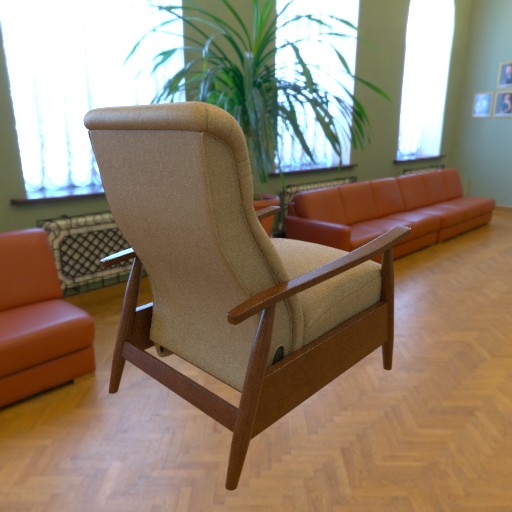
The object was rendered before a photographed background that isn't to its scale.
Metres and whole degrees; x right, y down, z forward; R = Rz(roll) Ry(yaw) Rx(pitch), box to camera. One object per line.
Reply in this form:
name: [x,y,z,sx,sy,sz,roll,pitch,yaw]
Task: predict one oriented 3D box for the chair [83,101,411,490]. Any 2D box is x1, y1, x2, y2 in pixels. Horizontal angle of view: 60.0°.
chair: [0.000,0.000,1.714,0.762,1.082,1.030,15,22,42]
